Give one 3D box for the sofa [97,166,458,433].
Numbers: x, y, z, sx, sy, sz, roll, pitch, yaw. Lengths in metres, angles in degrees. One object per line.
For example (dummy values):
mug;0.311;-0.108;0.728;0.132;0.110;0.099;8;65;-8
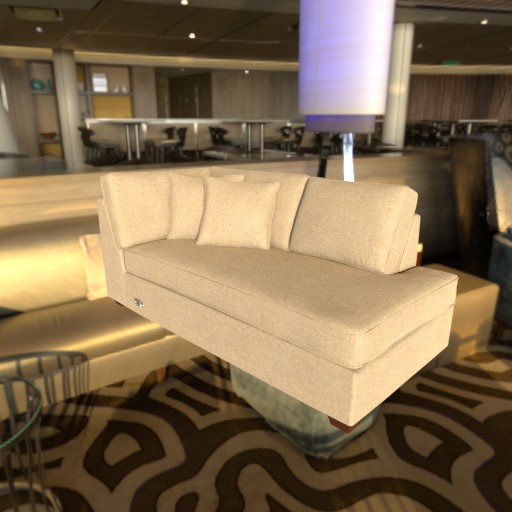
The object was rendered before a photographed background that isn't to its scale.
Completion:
sofa;0.000;0.000;2.898;2.238;1.019;1.110;16;23;42
